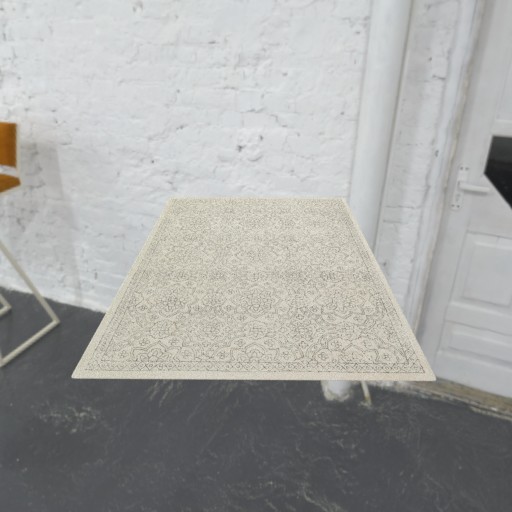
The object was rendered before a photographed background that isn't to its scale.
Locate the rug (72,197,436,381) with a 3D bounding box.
[{"bbox_3d":[0.000,0.000,2.863,1.524,0.011,2.286,0,27,1],"label":"rug"}]
